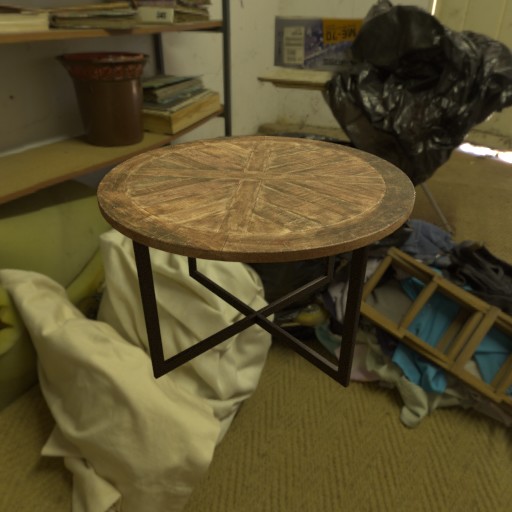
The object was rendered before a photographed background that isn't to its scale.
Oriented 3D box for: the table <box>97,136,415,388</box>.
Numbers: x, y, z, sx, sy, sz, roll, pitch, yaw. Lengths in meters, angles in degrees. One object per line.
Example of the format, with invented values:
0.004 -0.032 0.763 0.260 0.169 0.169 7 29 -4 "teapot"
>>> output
0.000 0.000 2.032 1.264 0.762 1.264 0 30 0 "table"
